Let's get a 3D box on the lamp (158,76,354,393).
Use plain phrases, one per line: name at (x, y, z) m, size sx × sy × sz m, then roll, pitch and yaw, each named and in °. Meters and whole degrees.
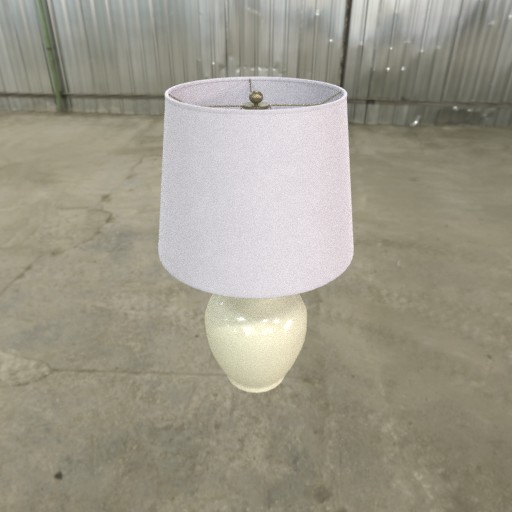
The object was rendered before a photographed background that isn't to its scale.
lamp at (0.000, 0.000, 0.563) m, size 0.239 × 0.399 × 0.239 m, roll 0°, pitch 30°, yaw 0°
